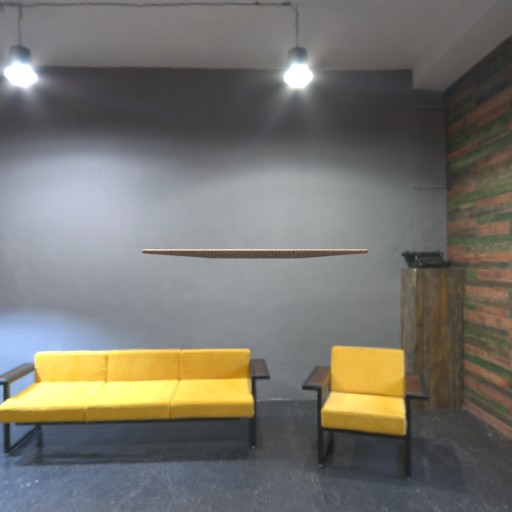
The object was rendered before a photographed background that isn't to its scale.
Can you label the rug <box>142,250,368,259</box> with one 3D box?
[{"bbox_3d":[0.000,0.000,2.750,0.793,0.014,2.450,0,-1,0],"label":"rug"}]
